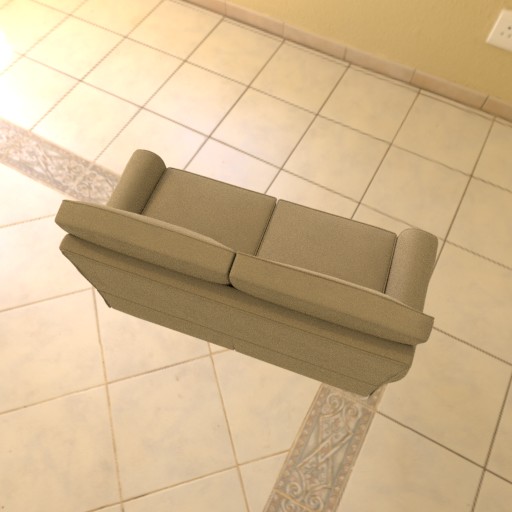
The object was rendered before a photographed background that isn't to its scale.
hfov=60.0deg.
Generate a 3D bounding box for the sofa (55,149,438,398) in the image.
[{"bbox_3d":[0.000,0.000,2.386,1.823,1.024,0.841,17,65,8],"label":"sofa"}]
